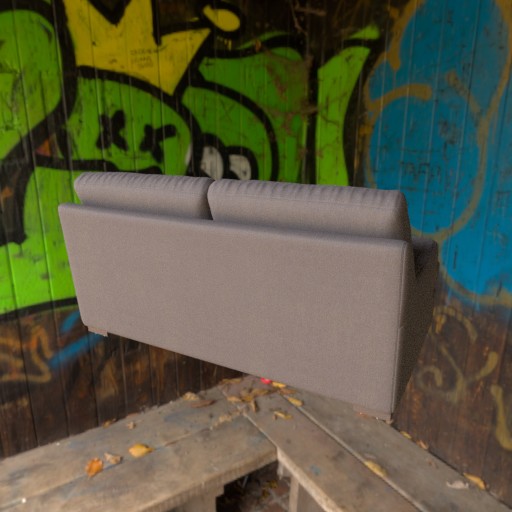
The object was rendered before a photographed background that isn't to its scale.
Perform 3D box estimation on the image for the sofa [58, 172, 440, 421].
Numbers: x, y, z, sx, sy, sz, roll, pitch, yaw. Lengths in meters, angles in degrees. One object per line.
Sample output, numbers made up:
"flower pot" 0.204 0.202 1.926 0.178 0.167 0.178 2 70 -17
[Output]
"sofa" 0.000 0.000 2.492 1.880 0.940 1.143 9 18 28
